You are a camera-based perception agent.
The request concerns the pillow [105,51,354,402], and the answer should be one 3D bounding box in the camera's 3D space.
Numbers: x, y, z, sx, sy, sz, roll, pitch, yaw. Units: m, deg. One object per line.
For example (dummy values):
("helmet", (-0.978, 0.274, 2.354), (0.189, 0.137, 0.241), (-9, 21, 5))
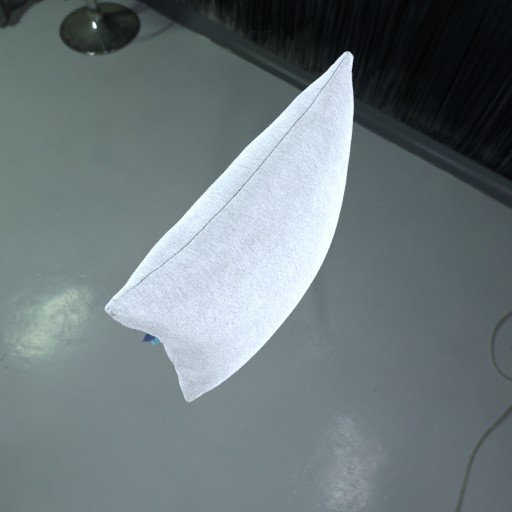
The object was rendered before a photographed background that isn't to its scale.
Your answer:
("pillow", (0.000, 0.000, 0.673), (0.173, 0.436, 0.433), (33, 68, 16))
